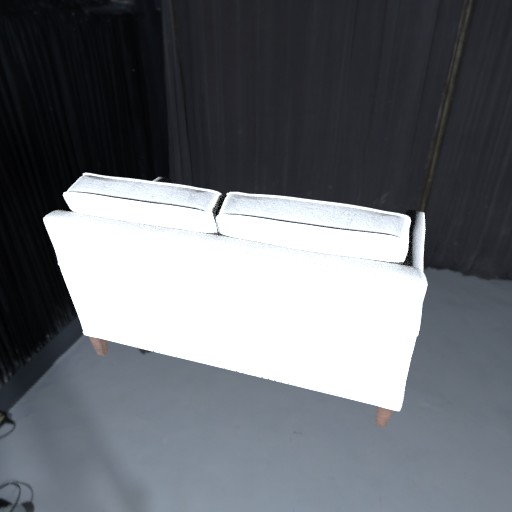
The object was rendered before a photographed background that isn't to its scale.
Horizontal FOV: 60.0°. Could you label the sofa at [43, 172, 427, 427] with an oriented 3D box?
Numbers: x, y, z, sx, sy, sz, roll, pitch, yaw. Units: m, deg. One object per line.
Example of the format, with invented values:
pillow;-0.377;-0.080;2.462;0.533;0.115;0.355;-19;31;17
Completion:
sofa;0.000;0.000;2.231;1.597;1.003;1.084;10;33;15
